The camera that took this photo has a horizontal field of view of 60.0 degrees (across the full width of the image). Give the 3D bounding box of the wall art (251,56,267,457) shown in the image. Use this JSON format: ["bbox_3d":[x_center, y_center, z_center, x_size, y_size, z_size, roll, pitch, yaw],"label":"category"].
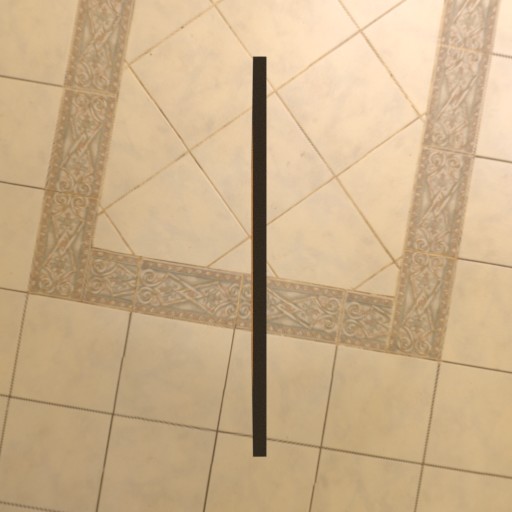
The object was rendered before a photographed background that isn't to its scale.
[{"bbox_3d":[0.000,0.000,0.687,0.013,0.534,0.380,0,90,-1],"label":"wall art"}]
